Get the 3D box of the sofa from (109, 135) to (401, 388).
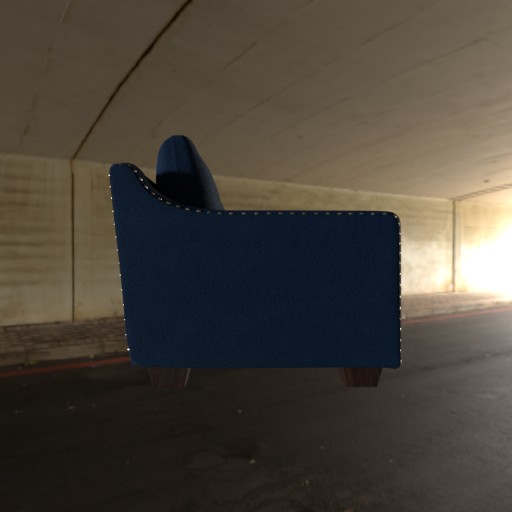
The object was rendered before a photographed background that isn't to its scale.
[{"bbox_3d":[0.000,0.000,2.651,1.104,0.983,2.107,0,0,-1],"label":"sofa"}]
